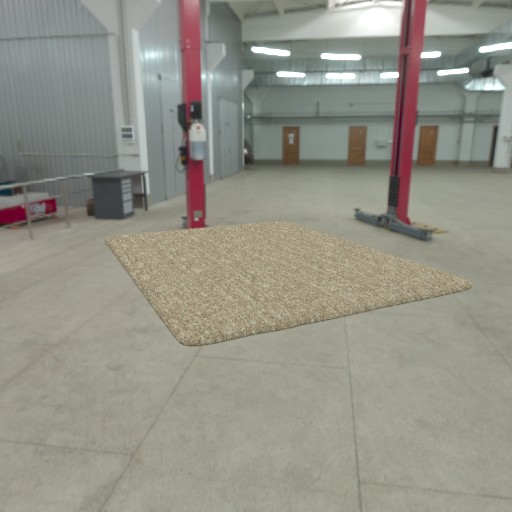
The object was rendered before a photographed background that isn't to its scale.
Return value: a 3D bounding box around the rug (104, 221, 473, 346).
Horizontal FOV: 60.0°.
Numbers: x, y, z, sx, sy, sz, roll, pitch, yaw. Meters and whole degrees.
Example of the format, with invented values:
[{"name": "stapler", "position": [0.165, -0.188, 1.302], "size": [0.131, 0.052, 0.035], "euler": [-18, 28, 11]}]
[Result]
[{"name": "rug", "position": [0.000, 0.000, 3.959], "size": [2.242, 0.050, 2.873], "euler": [-7, 17, -25]}]
